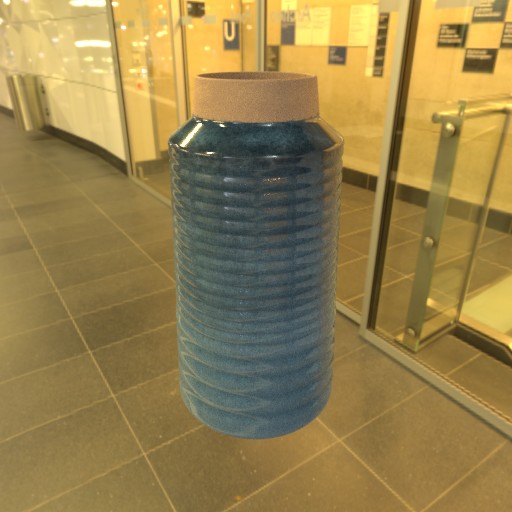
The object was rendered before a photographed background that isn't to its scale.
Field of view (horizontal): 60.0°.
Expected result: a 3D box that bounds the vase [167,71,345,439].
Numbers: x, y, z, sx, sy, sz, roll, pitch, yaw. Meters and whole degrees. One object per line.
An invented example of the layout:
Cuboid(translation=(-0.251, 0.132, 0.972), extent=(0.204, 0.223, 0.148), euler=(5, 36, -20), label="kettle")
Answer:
Cuboid(translation=(0.000, 0.000, 0.417), extent=(0.163, 0.316, 0.163), euler=(0, 26, 0), label="vase")
